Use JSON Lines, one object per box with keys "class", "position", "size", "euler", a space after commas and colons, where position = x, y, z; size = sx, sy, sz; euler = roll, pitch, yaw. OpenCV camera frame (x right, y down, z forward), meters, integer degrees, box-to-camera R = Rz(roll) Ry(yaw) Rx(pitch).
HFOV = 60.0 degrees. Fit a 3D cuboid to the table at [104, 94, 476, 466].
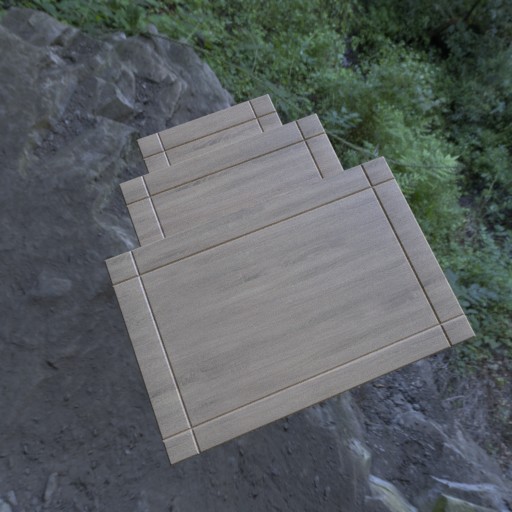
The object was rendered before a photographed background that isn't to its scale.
{"class": "table", "position": [0.000, 0.000, 1.221], "size": [0.660, 0.535, 0.773], "euler": [-21, 77, -5]}
